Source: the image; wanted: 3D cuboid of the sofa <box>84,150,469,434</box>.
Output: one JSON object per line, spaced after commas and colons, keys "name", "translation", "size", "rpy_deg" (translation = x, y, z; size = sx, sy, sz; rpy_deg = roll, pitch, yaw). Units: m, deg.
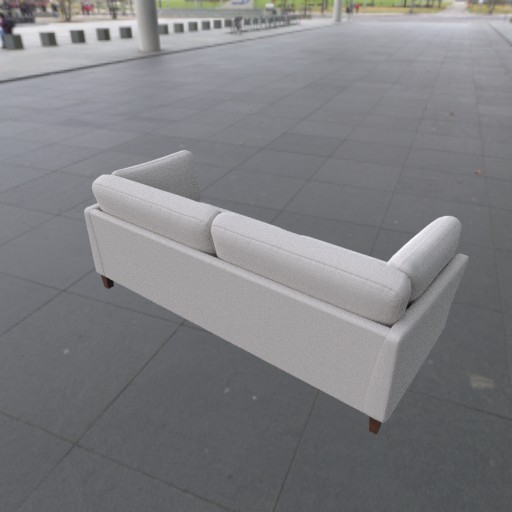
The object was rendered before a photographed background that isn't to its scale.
{"name": "sofa", "translation": [0.000, 0.000, 2.846], "size": [2.301, 0.863, 0.957], "rpy_deg": [21, 36, 32]}
